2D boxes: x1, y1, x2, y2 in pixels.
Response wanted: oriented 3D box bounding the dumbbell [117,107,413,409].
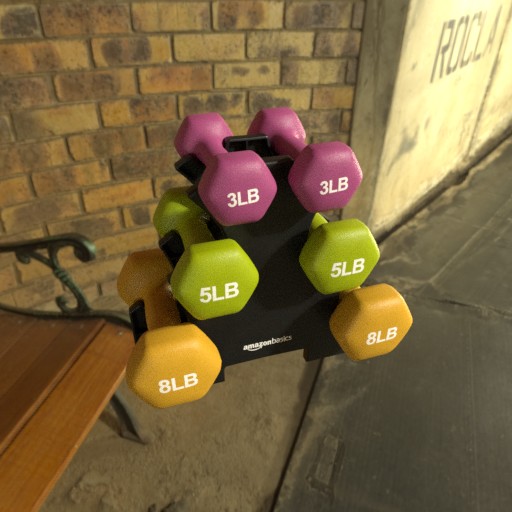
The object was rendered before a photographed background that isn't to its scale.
[{"bbox_3d":[0.000,0.000,0.472,0.300,0.271,0.190,-9,33,-15],"label":"dumbbell"}]
